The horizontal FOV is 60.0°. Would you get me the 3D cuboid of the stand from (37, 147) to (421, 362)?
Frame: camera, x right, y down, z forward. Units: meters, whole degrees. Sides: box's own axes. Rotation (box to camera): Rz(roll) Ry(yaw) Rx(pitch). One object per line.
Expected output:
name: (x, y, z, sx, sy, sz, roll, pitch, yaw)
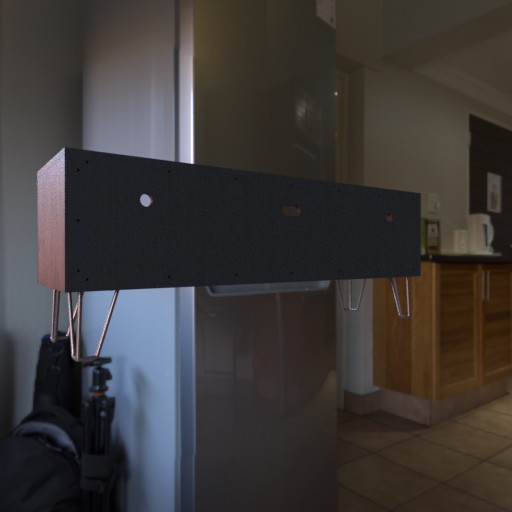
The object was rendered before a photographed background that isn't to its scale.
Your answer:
stand: (0.000, 0.000, 1.892, 1.626, 0.610, 0.481, 0, 0, -35)
